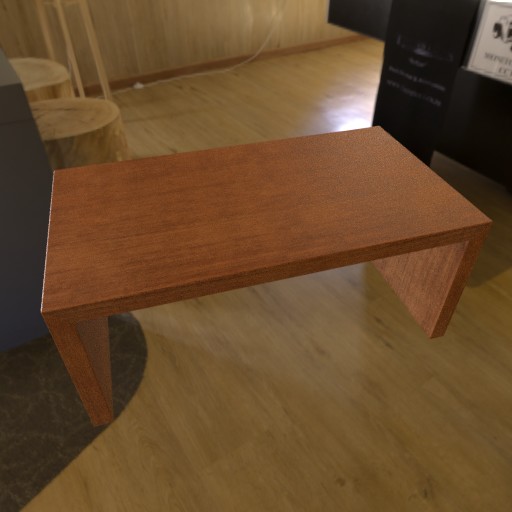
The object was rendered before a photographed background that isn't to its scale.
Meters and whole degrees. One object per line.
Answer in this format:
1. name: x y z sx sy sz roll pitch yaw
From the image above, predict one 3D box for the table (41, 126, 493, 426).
1. table: 0.000 0.000 1.268 1.000 0.419 0.549 -11 42 -13
